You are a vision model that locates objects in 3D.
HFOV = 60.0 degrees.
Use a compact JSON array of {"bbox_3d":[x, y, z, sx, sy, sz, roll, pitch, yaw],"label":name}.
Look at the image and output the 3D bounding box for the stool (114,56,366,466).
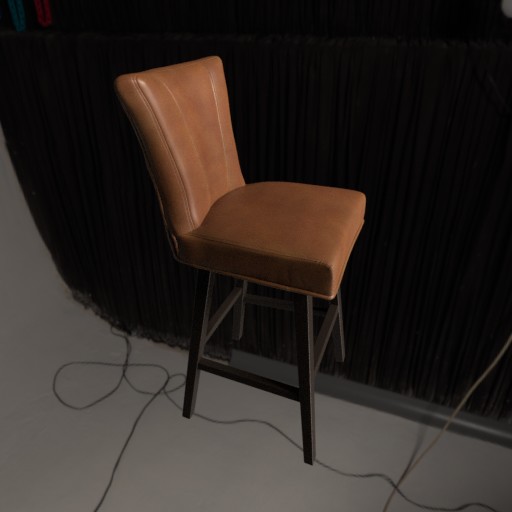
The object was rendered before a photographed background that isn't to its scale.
[{"bbox_3d":[0.000,0.000,1.388,0.585,1.094,0.522,10,31,18],"label":"stool"}]
